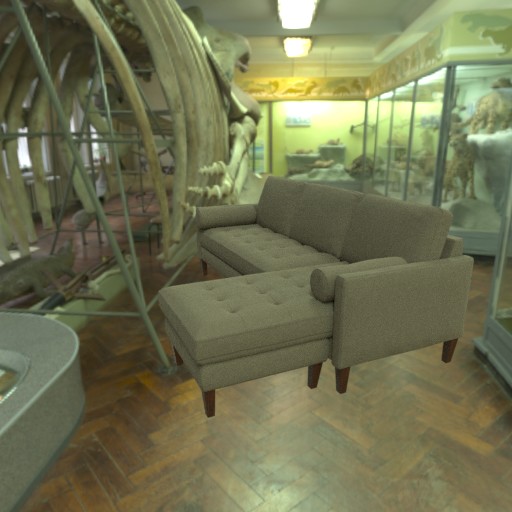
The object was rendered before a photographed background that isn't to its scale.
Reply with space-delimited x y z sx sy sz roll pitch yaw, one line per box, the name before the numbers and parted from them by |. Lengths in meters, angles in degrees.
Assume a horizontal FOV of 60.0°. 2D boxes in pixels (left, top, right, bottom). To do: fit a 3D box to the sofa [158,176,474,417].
sofa | 0.000 0.000 2.983 1.506 0.875 2.178 -7 17 -24
